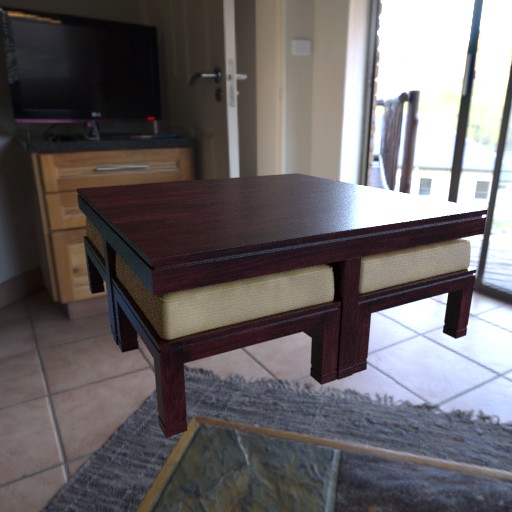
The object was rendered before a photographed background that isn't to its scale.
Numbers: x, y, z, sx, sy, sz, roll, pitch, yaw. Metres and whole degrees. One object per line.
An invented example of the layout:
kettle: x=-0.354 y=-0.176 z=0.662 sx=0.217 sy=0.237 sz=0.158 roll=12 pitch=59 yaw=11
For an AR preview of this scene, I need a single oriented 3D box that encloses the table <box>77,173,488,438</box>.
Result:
table: x=0.000 y=0.000 z=1.339 sx=0.865 sy=0.356 sz=0.865 roll=-9 pitch=20 yaw=-27
